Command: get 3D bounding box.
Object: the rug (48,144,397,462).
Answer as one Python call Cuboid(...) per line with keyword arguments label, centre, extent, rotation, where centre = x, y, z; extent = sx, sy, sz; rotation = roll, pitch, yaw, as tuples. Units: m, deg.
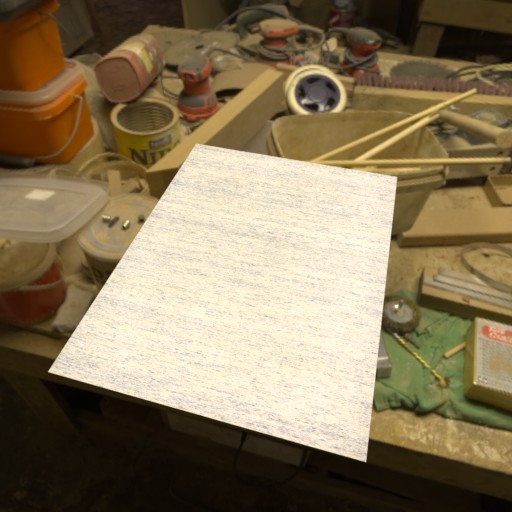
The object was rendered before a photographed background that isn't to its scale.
Cuboid(label="rug", centre=(0.000, 0.000, 4.234), extent=(2.438, 0.006, 3.197), rotation=(12, 49, 10))
